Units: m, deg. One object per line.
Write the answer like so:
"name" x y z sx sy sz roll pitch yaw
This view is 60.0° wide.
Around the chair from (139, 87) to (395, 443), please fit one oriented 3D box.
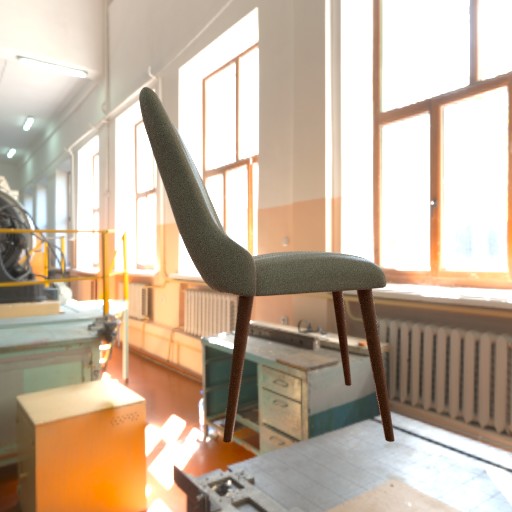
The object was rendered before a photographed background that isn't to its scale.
"chair" 0.000 0.000 1.339 0.684 0.917 0.526 0 0 -1
